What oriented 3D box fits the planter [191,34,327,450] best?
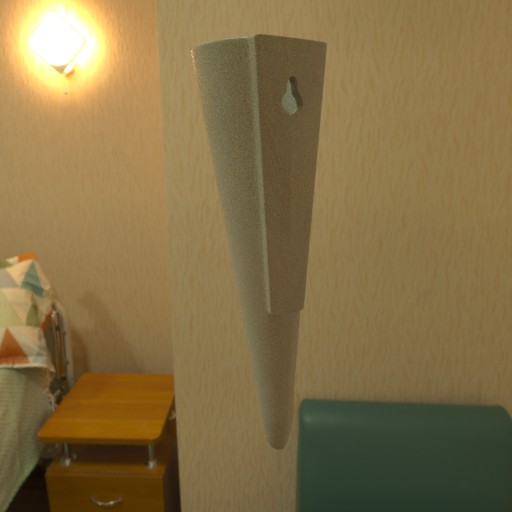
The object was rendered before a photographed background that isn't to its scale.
[{"bbox_3d":[0.000,0.000,0.225,0.057,0.191,0.064,-7,16,-27],"label":"planter"}]
